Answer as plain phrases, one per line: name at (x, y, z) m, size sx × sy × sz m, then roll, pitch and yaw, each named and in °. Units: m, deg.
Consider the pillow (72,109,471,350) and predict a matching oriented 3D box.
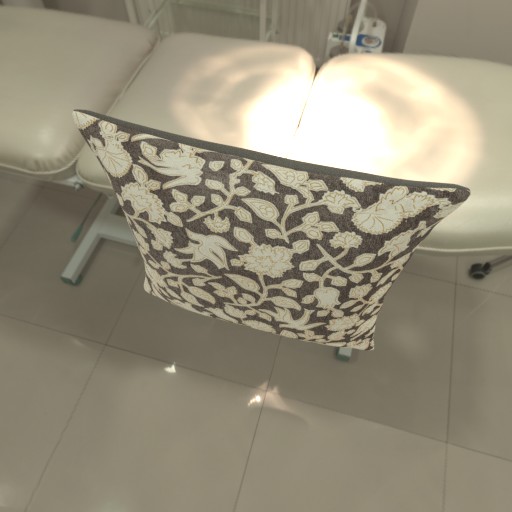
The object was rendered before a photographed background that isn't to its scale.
pillow at (0.000, 0.000, 0.772) m, size 0.526 × 0.507 × 0.166 m, roll 13°, pitch 59°, yaw 8°
